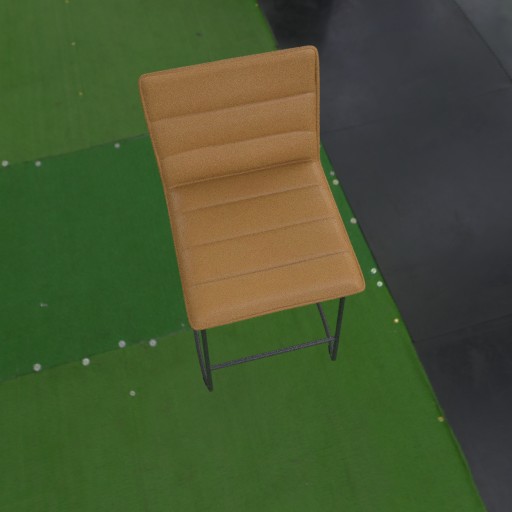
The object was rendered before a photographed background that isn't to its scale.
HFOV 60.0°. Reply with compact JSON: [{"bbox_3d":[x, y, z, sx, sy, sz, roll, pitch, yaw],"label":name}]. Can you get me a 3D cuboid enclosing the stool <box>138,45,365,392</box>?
[{"bbox_3d":[0.000,0.000,1.240,0.489,0.936,0.524,-12,66,-6],"label":"stool"}]
